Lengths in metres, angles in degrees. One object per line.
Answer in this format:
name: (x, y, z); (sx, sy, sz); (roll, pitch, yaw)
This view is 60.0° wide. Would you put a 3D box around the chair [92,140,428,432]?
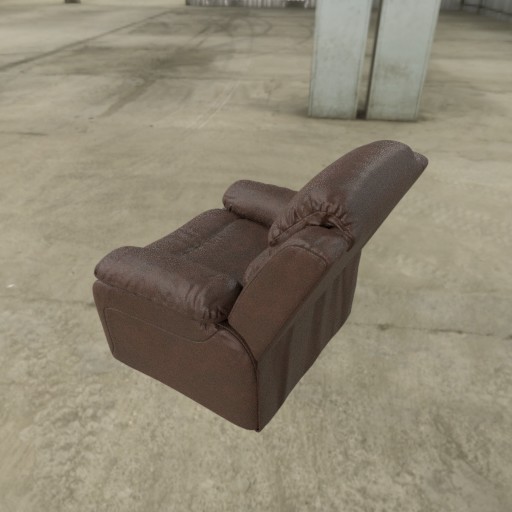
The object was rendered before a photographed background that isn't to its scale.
chair: (0.000, 0.000, 1.252); (0.707, 0.702, 0.680); (20, 38, 28)
